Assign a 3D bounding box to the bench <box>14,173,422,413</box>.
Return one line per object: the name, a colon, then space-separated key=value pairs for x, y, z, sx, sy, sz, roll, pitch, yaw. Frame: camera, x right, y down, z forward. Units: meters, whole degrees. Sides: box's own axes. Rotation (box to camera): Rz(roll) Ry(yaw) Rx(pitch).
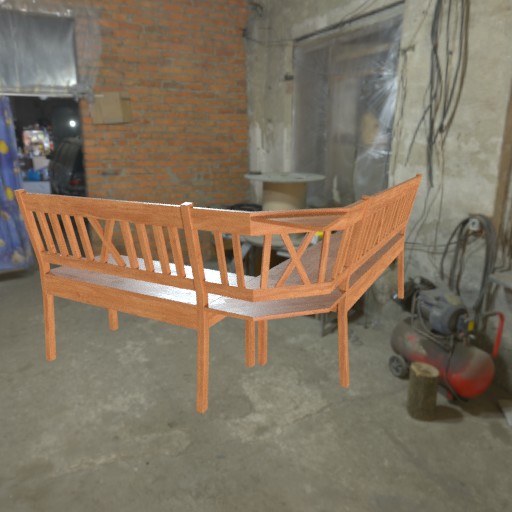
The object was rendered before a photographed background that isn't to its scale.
bench: x=0.000 y=0.000 z=2.665 sx=1.537 sy=0.902 sz=1.937 roll=8 pitch=17 yaw=27
